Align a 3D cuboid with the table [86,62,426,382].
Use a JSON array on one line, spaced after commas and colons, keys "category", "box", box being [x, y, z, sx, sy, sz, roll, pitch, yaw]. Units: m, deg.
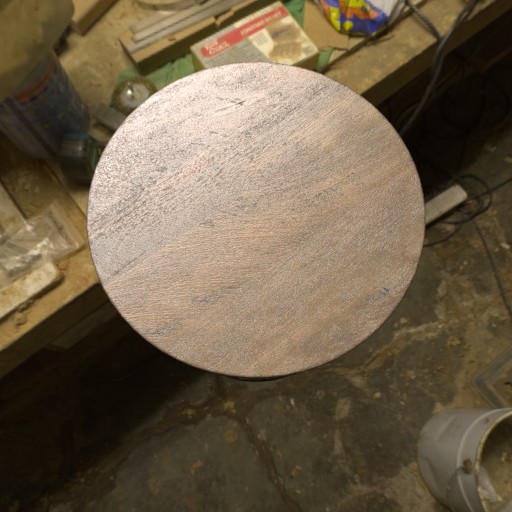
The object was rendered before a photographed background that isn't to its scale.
[{"category": "table", "box": [0.000, 0.000, 0.747, 0.405, 0.454, 0.405, 0, 74, 0]}]
